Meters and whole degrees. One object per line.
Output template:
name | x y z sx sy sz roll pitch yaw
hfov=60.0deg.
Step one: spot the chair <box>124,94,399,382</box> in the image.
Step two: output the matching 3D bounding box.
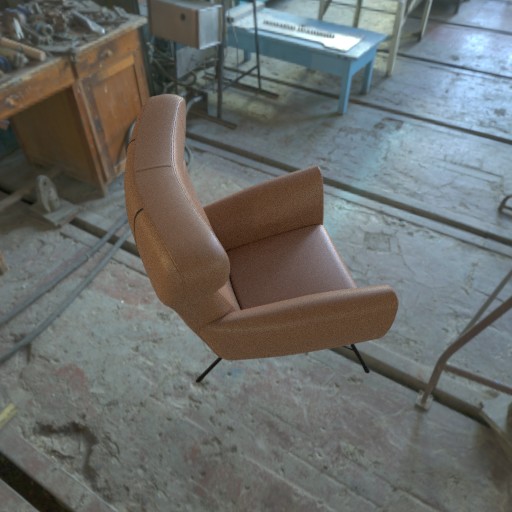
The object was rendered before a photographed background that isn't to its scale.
chair | 0.000 0.000 1.821 0.900 1.050 0.980 -10 47 -10
